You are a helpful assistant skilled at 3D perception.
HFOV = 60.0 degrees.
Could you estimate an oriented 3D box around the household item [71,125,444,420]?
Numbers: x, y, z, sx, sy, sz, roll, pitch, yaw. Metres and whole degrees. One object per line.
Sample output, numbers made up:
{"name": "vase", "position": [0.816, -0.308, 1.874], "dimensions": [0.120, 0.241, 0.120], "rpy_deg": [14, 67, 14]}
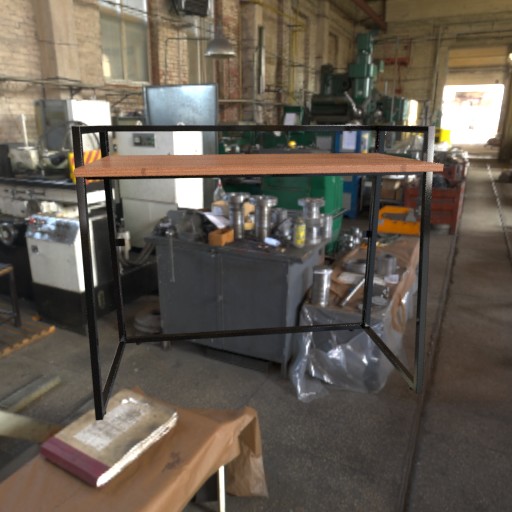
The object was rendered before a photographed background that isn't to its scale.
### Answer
{"name": "household item", "position": [0.000, 0.000, 1.523], "dimensions": [1.050, 0.860, 0.510], "rpy_deg": [-2, 17, -7]}
